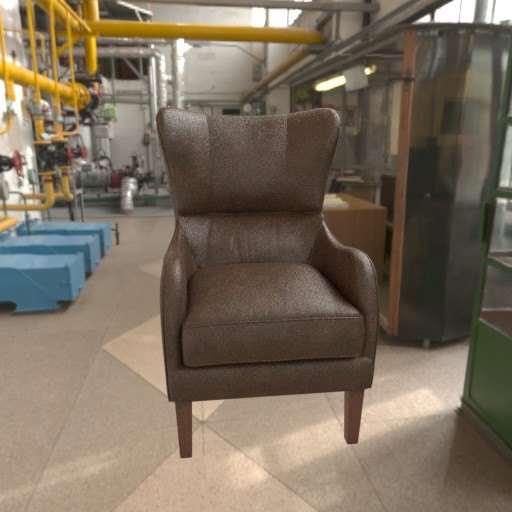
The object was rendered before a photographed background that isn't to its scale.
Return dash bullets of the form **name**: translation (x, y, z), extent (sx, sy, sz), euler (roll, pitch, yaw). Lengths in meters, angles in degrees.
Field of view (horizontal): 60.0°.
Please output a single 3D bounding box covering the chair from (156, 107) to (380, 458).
- **chair**: translation (0.000, 0.000, 1.596), extent (0.692, 1.048, 0.914), euler (-2, 15, -7)
